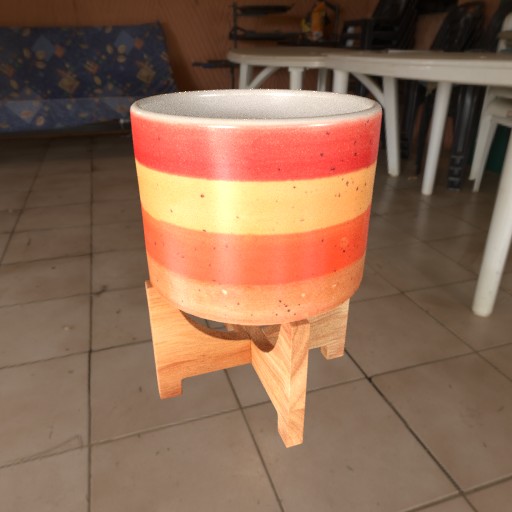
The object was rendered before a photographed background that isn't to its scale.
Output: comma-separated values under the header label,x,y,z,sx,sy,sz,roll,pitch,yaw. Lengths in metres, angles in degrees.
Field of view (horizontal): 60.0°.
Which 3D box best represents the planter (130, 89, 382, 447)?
label,x,y,z,sx,sy,sz,roll,pitch,yaw
planter,0.000,0.000,0.402,0.199,0.268,0.199,0,26,0
